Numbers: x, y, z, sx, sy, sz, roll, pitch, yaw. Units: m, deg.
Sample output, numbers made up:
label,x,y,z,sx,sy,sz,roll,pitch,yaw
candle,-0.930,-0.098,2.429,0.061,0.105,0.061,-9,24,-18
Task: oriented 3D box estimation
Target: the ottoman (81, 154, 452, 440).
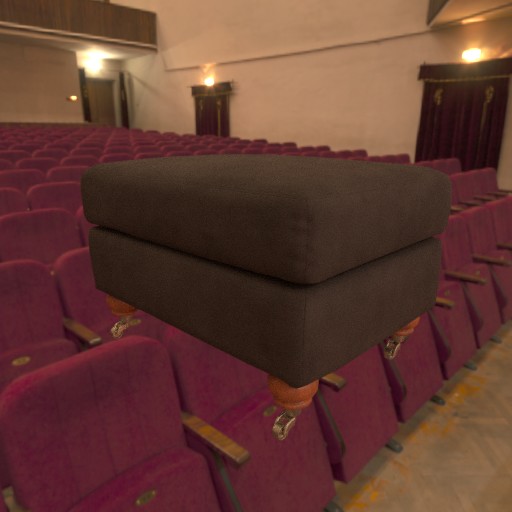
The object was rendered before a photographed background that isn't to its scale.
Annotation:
label,x,y,z,sx,sy,sz,roll,pitch,yaw
ottoman,0.000,0.000,1.134,0.773,0.497,0.574,15,21,42
